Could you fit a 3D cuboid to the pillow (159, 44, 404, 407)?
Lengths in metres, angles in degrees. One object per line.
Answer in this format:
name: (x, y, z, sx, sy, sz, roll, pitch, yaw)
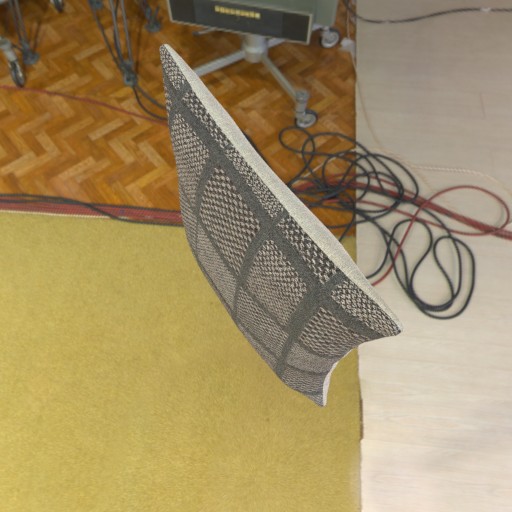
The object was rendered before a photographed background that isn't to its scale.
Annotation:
pillow: (0.000, 0.000, 0.649, 0.138, 0.432, 0.435, -31, 67, -14)
